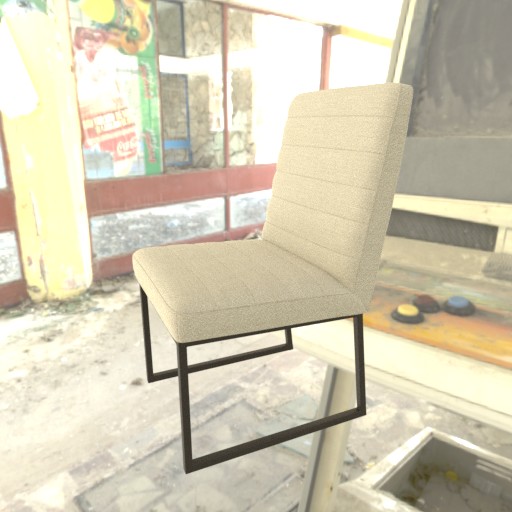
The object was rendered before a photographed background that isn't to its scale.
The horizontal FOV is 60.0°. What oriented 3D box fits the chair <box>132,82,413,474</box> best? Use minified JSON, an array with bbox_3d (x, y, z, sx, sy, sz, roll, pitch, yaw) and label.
[{"bbox_3d":[0.000,0.000,1.286,0.634,0.930,0.520,-8,18,-24],"label":"chair"}]
